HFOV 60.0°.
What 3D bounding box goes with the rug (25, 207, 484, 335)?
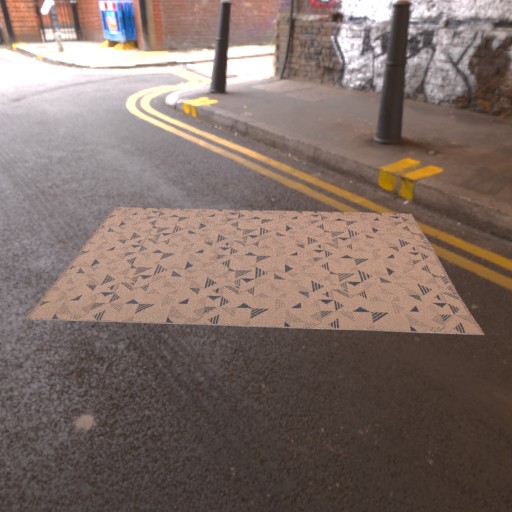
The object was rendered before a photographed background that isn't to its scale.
[{"bbox_3d":[0.000,0.000,3.006,2.457,0.009,1.512,2,30,3],"label":"rug"}]
